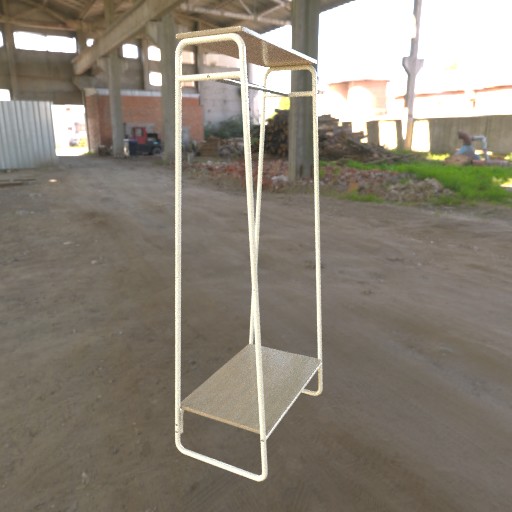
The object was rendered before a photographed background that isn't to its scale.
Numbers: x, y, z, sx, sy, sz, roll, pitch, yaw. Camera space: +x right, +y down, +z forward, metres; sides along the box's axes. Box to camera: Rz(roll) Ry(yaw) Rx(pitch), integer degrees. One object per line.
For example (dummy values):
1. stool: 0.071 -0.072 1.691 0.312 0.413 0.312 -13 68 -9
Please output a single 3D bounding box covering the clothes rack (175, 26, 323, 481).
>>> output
1. clothes rack: 0.000 0.000 1.759 0.400 1.512 0.640 7 16 26
